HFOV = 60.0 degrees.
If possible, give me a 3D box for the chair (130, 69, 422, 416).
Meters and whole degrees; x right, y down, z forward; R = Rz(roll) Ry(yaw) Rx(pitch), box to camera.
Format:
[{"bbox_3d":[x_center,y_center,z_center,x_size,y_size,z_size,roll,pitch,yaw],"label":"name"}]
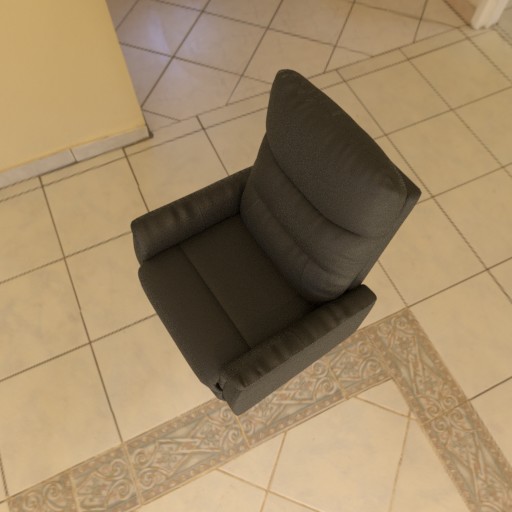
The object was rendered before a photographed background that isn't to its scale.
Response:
[{"bbox_3d":[0.000,0.000,1.657,0.831,1.082,0.775,-32,68,-14],"label":"chair"}]
